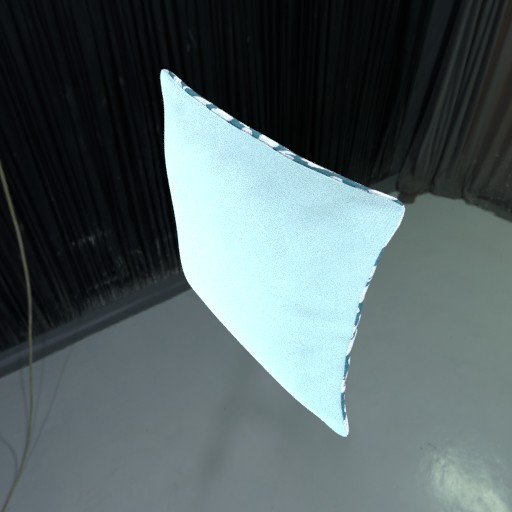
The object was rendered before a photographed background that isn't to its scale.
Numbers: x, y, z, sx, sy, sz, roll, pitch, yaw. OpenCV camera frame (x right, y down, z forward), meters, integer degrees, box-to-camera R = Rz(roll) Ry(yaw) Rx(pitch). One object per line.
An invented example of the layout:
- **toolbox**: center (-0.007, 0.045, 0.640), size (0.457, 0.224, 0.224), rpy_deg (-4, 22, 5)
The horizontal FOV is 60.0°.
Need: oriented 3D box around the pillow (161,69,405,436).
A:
- **pillow**: center (0.000, 0.000, 0.785), size (0.166, 0.508, 0.525), rpy_deg (-27, 48, -27)
